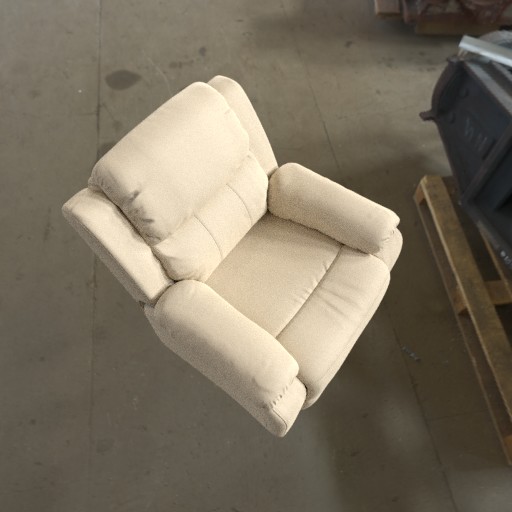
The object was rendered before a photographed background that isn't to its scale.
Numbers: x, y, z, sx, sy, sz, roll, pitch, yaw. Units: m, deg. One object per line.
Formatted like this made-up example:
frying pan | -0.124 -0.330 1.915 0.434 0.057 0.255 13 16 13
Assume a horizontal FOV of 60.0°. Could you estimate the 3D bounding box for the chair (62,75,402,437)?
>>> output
chair | 0.000 0.000 1.263 0.709 0.702 0.680 32 64 17
